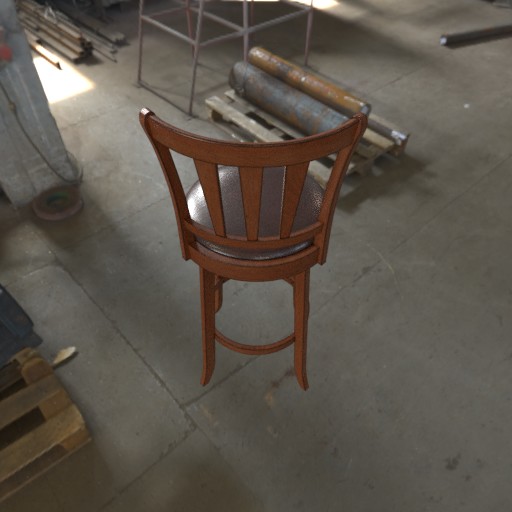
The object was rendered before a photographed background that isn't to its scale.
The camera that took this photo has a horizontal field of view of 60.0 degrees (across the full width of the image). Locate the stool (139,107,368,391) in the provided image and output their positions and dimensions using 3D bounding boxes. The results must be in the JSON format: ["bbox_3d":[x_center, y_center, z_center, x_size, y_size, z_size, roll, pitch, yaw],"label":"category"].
[{"bbox_3d":[0.000,0.000,1.425,0.464,1.177,0.503,2,47,2],"label":"stool"}]
